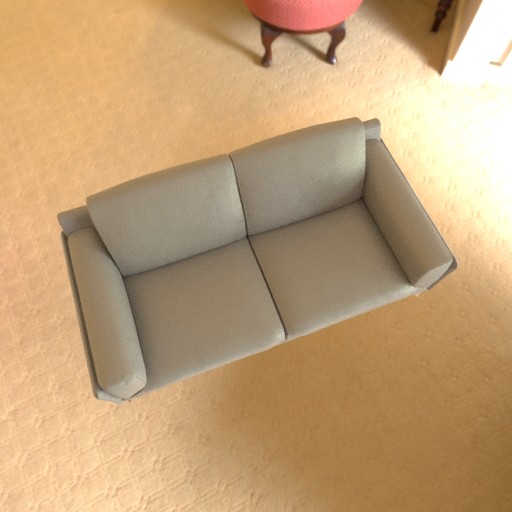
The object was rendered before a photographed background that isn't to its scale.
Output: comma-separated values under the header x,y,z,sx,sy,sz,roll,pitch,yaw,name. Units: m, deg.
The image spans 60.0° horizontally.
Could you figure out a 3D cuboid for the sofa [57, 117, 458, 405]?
x,y,z,sx,sy,sz,roll,pitch,yaw,name
0.000,0.000,2.662,2.101,0.930,1.049,-19,66,-8,sofa
